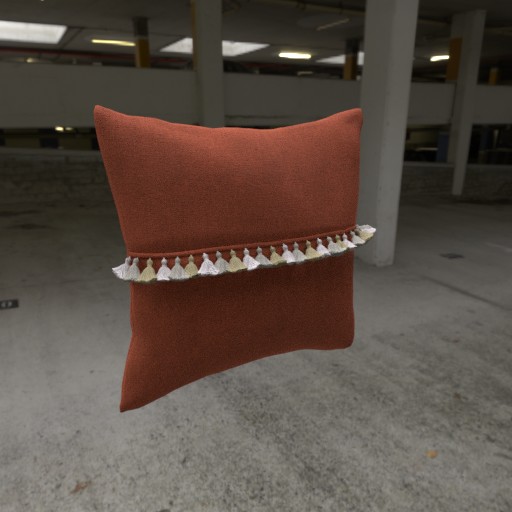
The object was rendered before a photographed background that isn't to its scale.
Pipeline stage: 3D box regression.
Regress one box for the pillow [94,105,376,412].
[{"bbox_3d":[0.000,0.000,0.755,0.490,0.482,0.165,-9,19,-27],"label":"pillow"}]
